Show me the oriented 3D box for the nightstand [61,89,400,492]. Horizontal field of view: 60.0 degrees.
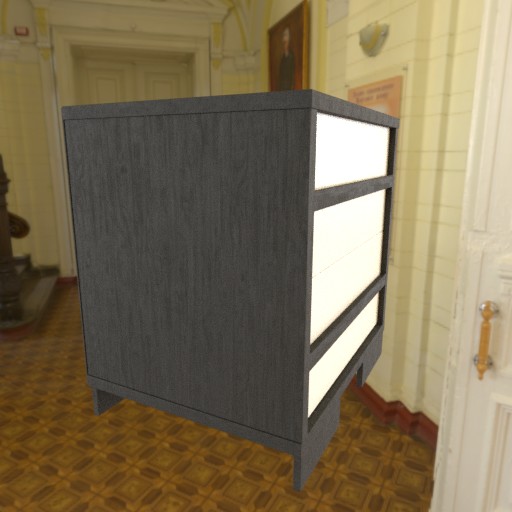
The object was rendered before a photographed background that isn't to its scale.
[{"bbox_3d":[0.000,0.000,0.729,0.347,0.448,0.427,7,15,27],"label":"nightstand"}]
